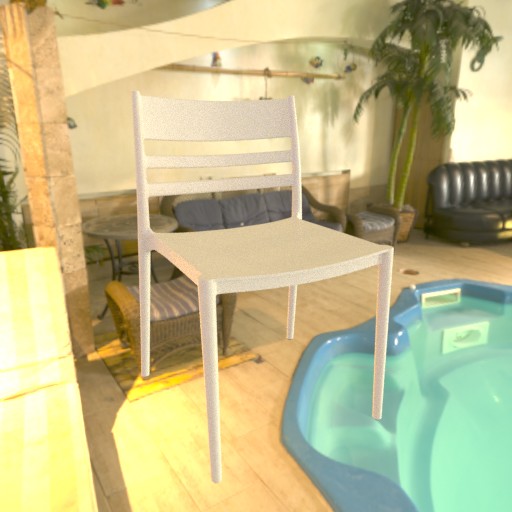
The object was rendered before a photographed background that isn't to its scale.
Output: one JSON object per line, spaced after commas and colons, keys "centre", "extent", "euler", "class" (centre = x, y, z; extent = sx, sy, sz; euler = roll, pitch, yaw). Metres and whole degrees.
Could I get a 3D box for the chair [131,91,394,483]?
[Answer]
{"centre": [0.000, 0.000, 1.130], "extent": [0.531, 0.800, 0.511], "euler": [-9, 19, -26], "class": "chair"}
